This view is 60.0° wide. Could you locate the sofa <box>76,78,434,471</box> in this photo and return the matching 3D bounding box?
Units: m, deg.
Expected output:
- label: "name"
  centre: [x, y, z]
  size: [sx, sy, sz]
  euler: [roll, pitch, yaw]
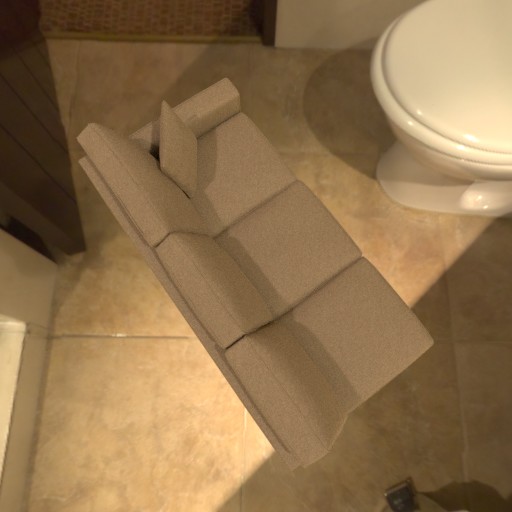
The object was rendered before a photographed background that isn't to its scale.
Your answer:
- label: "sofa"
  centre: [0.000, 0.000, 2.535]
  size: [1.034, 0.946, 1.963]
  euler: [-35, 77, -9]
